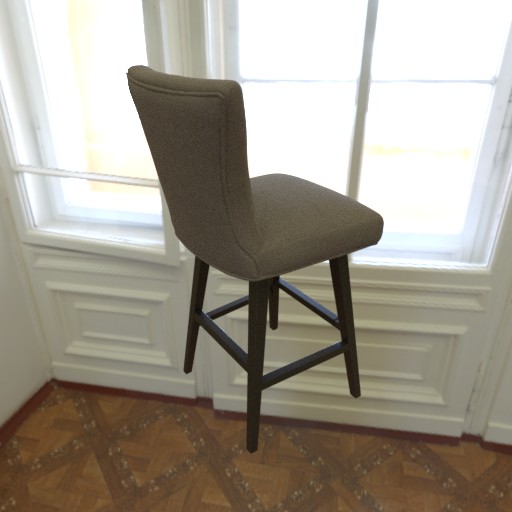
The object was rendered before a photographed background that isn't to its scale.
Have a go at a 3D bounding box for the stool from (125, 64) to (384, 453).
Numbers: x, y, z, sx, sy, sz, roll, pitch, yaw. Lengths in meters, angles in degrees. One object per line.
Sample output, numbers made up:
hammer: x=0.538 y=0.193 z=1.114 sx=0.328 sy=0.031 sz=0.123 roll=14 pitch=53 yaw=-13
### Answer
stool: x=0.000 y=0.000 z=1.377 sx=0.574 sy=1.086 sz=0.514 roll=-18 pitch=33 yaw=-31
